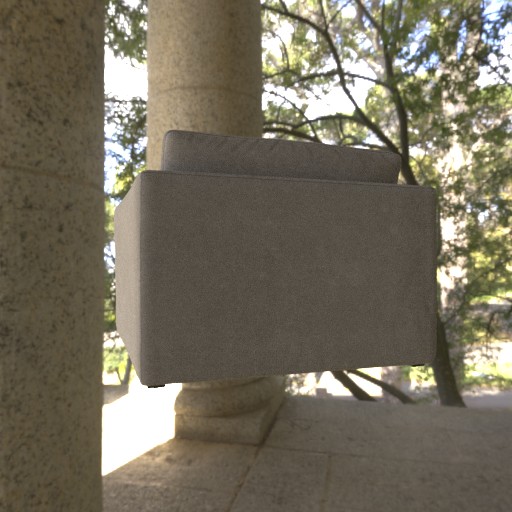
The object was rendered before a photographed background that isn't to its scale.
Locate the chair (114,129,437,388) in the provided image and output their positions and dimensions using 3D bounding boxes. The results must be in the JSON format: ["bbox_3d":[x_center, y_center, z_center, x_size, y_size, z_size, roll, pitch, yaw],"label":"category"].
[{"bbox_3d":[0.000,0.000,1.938,1.190,0.845,1.091,0,-1,-17],"label":"chair"}]
